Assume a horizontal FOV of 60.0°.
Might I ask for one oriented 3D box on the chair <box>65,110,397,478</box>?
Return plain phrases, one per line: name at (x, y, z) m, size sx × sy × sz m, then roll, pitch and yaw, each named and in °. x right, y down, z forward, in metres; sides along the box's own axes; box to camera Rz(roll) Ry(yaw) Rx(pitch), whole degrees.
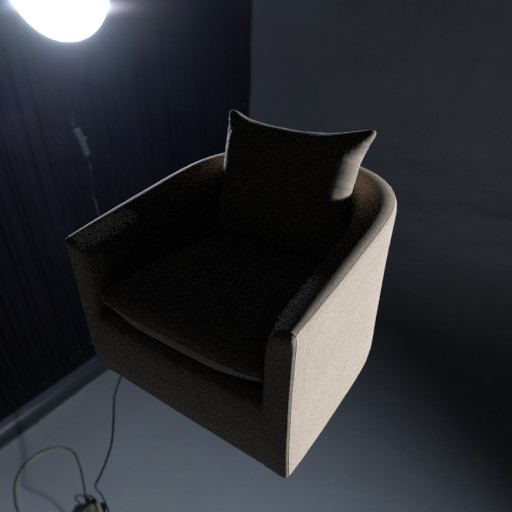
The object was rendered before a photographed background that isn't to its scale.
chair at (0.000, 0.000, 1.560) m, size 0.845 × 0.848 × 0.910 m, roll 19°, pitch 35°, yaw 29°
